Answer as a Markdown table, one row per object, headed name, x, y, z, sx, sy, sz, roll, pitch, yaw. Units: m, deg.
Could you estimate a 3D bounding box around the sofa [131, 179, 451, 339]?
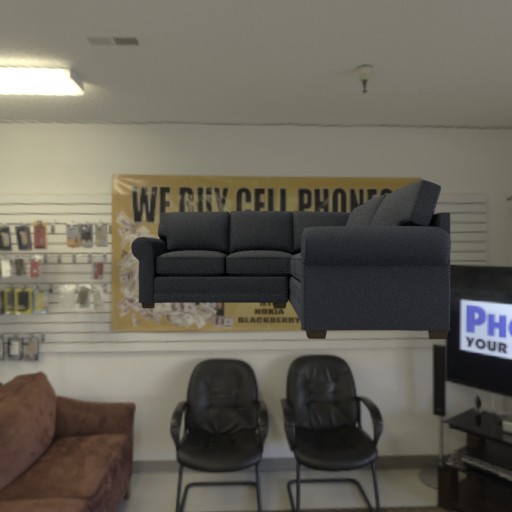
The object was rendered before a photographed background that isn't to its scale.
| name | x | y | z | sx | sy | sz | roll | pitch | yaw |
| --- | --- | --- | --- | --- | --- | --- | --- | --- | --- |
| sofa | 0.000 | 0.000 | 3.987 | 2.487 | 1.042 | 2.562 | 0 | 0 | 1 |
